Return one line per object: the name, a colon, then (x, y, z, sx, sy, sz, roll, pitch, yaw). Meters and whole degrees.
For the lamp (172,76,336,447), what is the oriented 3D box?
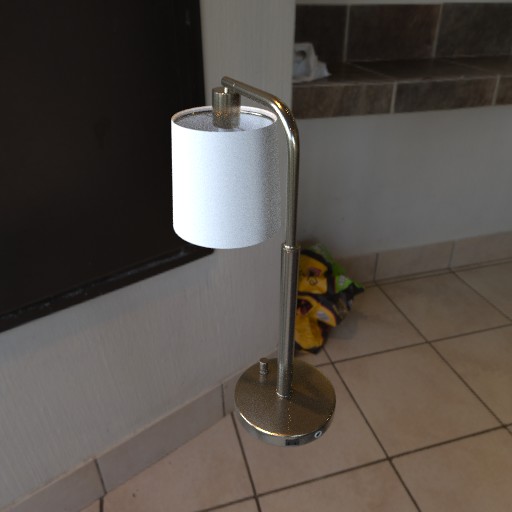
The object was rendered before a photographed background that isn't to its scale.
lamp: (0.000, 0.000, 0.667, 0.171, 0.489, 0.333, -19, 36, -29)
